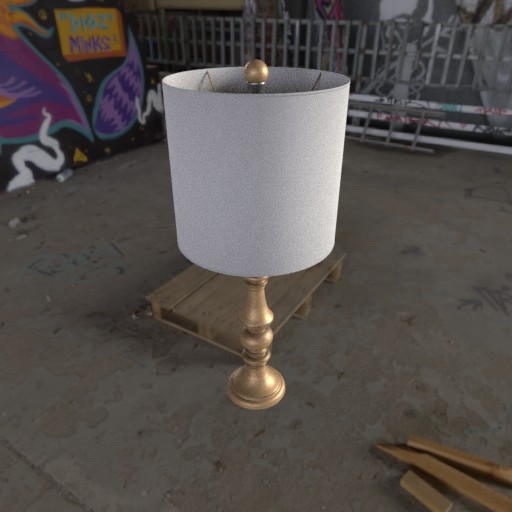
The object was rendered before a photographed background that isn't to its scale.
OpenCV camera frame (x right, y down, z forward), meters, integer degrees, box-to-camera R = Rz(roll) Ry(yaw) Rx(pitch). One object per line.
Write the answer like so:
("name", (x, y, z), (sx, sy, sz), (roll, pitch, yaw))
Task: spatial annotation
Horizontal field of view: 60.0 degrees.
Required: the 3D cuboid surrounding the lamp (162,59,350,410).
("lamp", (0.000, 0.000, 0.733), (0.250, 0.597, 0.250), (-21, 36, -32))
